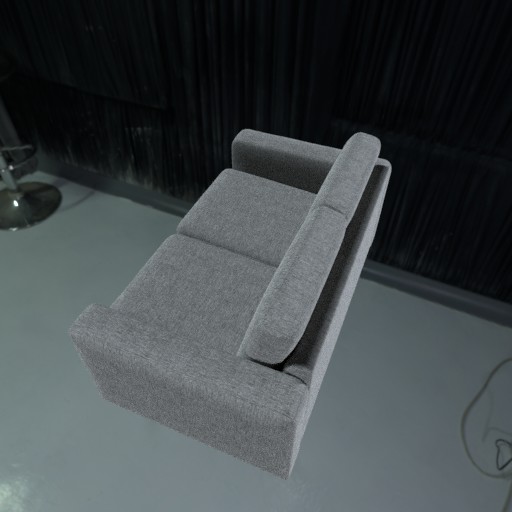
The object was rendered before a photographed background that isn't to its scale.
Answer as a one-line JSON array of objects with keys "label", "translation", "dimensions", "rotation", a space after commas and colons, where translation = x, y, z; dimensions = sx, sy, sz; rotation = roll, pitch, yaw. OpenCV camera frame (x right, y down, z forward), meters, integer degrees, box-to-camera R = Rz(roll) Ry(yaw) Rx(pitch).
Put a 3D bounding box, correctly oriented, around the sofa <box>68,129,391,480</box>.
[{"label": "sofa", "translation": [0.000, 0.000, 2.030], "dimensions": [0.900, 0.800, 1.520], "rotation": [17, 48, 16]}]
